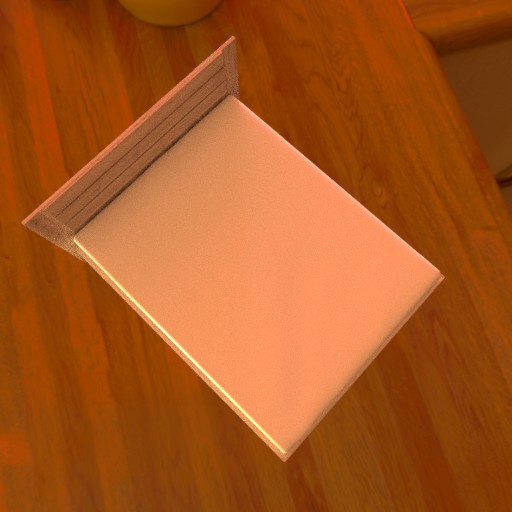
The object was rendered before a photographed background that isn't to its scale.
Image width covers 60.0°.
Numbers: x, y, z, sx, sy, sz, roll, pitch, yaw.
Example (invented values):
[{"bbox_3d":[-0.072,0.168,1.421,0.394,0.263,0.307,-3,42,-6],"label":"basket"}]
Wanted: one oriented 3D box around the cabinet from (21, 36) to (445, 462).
[{"bbox_3d":[0.000,0.000,2.995,2.080,0.970,1.750,43,80,10],"label":"cabinet"}]
